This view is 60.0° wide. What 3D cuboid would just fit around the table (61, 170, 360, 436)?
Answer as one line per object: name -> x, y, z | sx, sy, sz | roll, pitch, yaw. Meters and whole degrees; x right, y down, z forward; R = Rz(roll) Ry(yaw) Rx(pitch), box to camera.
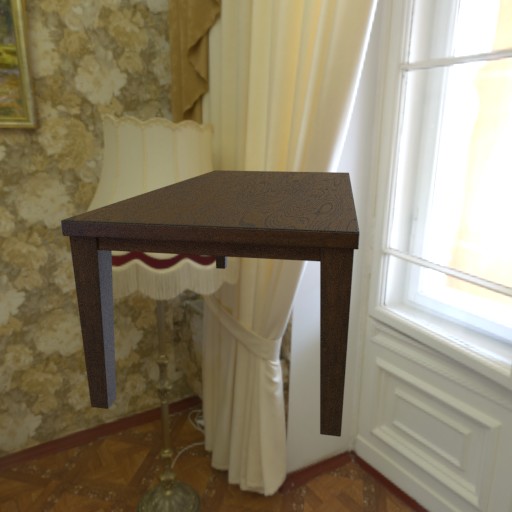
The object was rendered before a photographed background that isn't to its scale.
table -> 0.000, 0.000, 2.491 | 1.016, 0.762, 1.981 | 3, 16, 10
